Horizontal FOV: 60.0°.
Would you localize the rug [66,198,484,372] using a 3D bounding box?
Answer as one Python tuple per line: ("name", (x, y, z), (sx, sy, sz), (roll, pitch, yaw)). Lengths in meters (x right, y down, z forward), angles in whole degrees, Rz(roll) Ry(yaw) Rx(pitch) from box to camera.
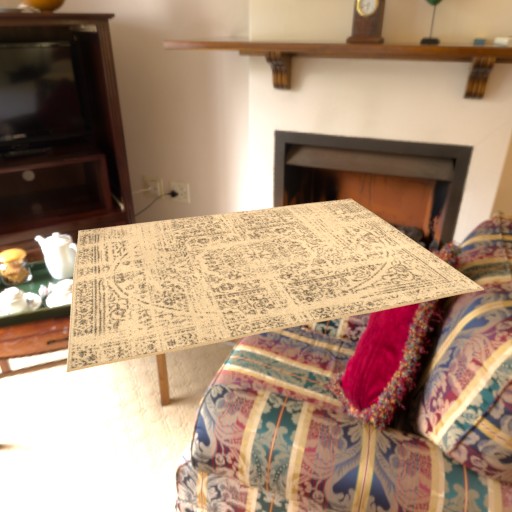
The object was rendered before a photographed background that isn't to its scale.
("rug", (0.000, 0.000, 3.132), (2.438, 0.026, 1.706), (-8, 29, -16))
